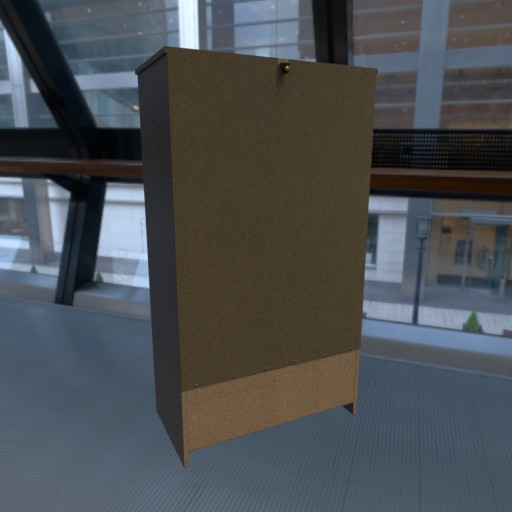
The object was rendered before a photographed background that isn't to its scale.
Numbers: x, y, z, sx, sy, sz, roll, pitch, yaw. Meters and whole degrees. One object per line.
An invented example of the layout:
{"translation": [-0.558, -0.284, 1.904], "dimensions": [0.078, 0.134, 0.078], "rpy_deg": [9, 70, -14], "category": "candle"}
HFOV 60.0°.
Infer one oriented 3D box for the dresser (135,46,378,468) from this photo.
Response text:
{"translation": [0.000, 0.000, 1.588], "dimensions": [0.704, 1.254, 0.418], "rpy_deg": [-6, 14, -26], "category": "dresser"}
